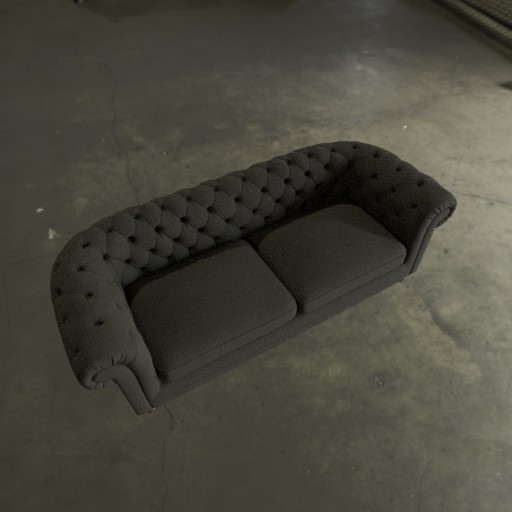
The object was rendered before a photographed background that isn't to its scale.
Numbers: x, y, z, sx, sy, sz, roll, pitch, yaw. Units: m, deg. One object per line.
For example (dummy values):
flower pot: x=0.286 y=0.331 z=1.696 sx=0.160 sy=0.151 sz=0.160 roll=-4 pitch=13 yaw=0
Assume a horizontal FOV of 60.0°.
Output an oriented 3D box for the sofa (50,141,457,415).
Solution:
sofa: x=0.000 y=0.000 z=2.791 sx=2.362 sy=0.762 sz=0.991 roll=-23 pitch=51 yaw=-21
